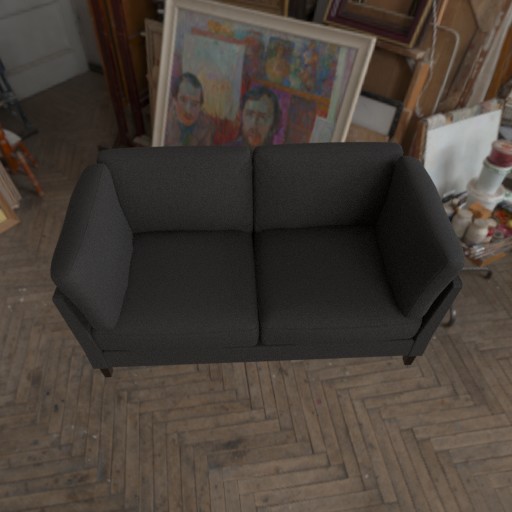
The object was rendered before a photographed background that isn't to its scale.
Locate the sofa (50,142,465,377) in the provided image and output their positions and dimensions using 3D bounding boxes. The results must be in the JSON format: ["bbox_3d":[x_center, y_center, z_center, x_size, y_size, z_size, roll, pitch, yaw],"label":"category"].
[{"bbox_3d":[0.000,0.000,2.343,1.751,0.920,0.969,-2,46,-2],"label":"sofa"}]
